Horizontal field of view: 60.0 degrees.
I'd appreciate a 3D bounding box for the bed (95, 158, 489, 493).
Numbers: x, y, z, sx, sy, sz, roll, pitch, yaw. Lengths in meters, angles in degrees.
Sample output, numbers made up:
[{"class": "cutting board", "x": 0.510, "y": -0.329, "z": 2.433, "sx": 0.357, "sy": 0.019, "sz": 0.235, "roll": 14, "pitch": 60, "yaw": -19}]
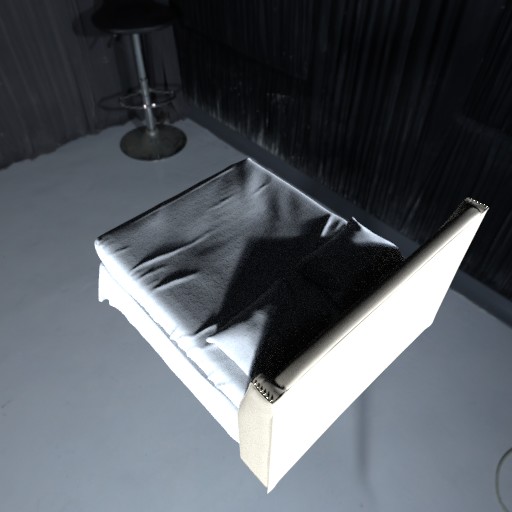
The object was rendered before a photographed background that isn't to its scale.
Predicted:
[{"class": "bed", "x": 0.000, "y": 0.000, "z": 3.358, "sx": 1.925, "sy": 1.332, "sz": 2.276, "roll": -34, "pitch": 56, "yaw": -28}]
